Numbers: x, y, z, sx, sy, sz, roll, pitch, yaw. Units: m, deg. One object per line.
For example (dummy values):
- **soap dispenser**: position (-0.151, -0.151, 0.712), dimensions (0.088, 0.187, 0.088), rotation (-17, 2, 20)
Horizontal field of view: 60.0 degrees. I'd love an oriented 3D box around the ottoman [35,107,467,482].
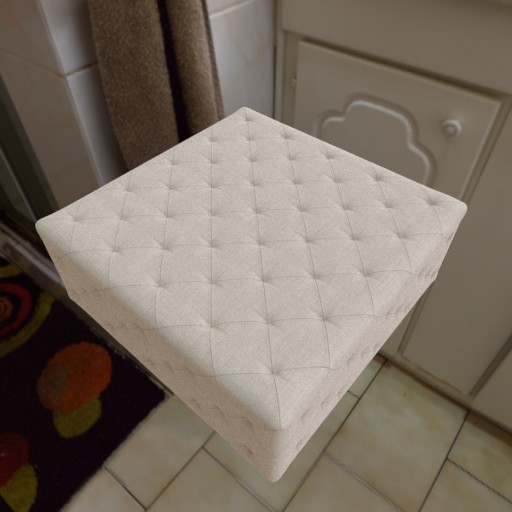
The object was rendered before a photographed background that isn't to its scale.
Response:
- **ottoman**: position (0.000, 0.000, 1.604), dimensions (1.028, 0.439, 1.028), rotation (32, 55, 27)
